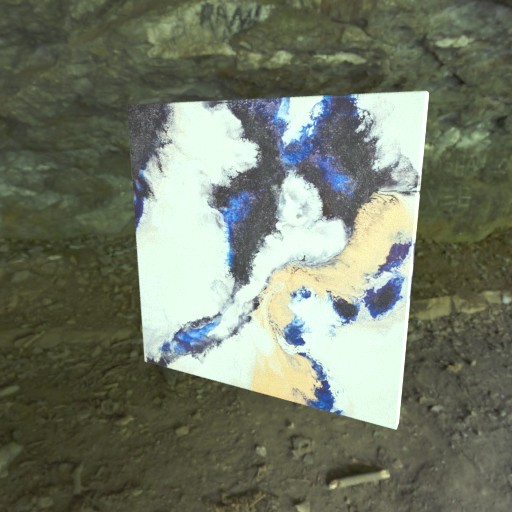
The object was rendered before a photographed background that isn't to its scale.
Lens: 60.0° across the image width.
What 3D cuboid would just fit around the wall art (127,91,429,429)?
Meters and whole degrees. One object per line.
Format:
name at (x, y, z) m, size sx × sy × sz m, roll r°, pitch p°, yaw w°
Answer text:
wall art at (0.000, 0.000, 1.323) m, size 0.887 × 0.885 × 0.038 m, roll 7°, pitch 16°, yaw 26°
